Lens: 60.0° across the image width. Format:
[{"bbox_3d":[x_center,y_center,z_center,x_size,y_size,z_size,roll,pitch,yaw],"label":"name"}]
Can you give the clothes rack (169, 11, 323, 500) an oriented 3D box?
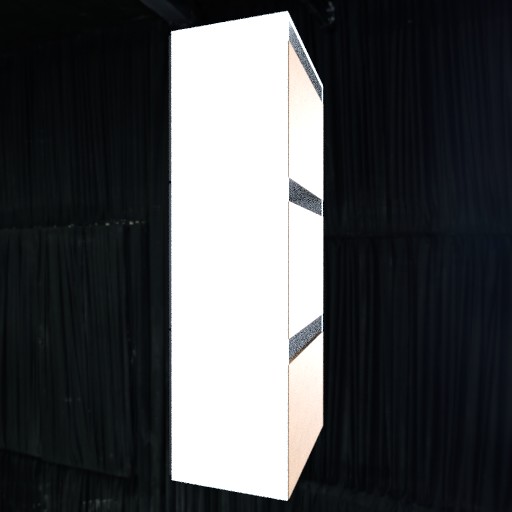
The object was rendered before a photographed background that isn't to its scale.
[{"bbox_3d":[0.000,0.000,1.363,0.330,1.187,0.500,0,0,18],"label":"clothes rack"}]
